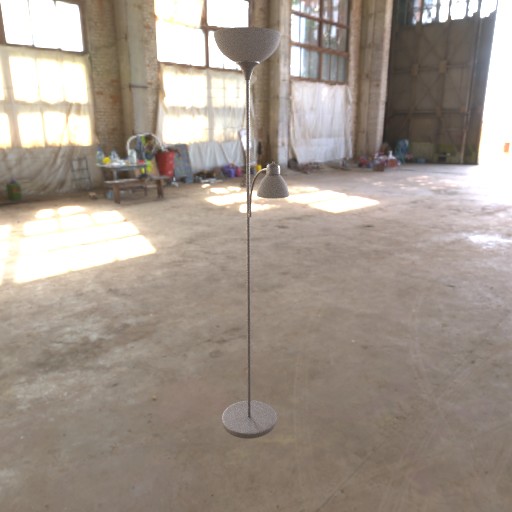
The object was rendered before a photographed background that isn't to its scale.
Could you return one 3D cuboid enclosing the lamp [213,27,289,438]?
[{"bbox_3d":[0.000,0.000,1.956,0.279,1.804,0.425,-8,18,-25],"label":"lamp"}]
